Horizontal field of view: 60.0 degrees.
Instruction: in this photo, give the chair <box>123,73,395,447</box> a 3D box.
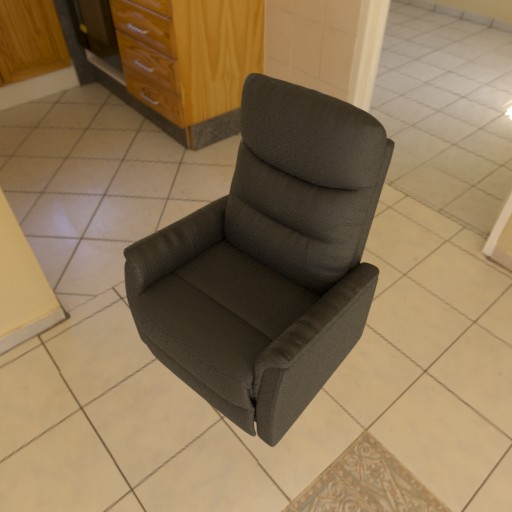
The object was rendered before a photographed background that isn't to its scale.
[{"bbox_3d":[0.000,0.000,1.669,0.775,1.082,0.831,30,52,27],"label":"chair"}]
